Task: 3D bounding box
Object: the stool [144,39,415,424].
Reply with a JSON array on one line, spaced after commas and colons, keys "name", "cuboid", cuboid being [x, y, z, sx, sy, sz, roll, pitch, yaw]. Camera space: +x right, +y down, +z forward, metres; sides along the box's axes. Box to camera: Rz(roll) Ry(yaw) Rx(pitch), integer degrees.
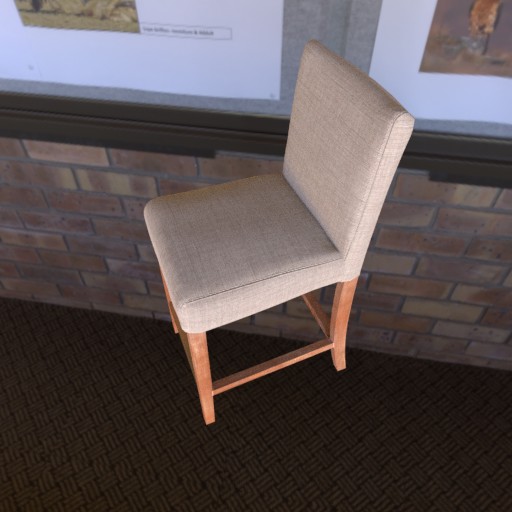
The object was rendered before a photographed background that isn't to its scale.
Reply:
[{"name": "stool", "cuboid": [0.000, 0.000, 1.332, 0.567, 1.039, 0.454, -17, 49, -15]}]
